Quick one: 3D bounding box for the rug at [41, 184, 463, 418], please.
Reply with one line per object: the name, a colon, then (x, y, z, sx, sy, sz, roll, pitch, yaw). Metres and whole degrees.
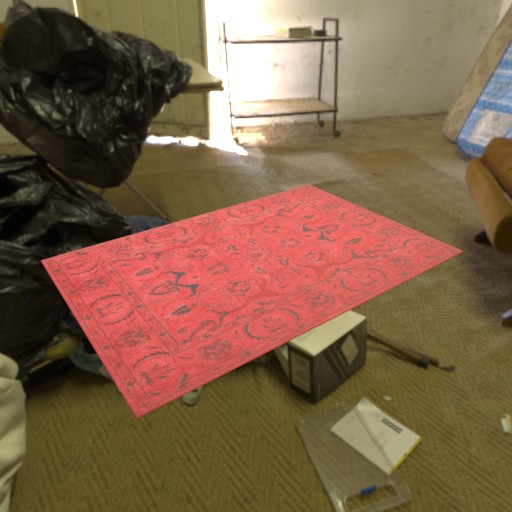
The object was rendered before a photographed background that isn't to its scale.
rug: (0.000, 0.000, 2.282, 1.814, 0.008, 1.209, -20, 36, -31)
